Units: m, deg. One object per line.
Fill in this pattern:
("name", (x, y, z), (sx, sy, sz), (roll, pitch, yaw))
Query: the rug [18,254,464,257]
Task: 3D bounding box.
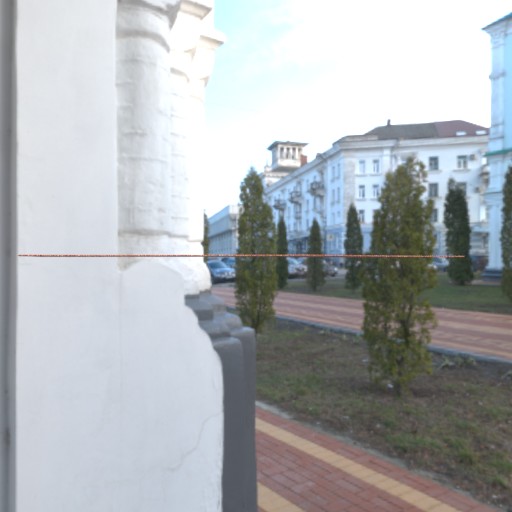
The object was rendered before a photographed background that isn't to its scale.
("rug", (0.000, 0.000, 2.561), (2.353, 0.013, 0.718), (0, 0, -19))
